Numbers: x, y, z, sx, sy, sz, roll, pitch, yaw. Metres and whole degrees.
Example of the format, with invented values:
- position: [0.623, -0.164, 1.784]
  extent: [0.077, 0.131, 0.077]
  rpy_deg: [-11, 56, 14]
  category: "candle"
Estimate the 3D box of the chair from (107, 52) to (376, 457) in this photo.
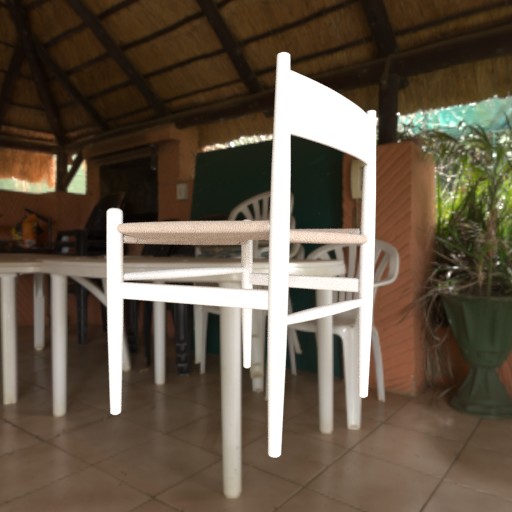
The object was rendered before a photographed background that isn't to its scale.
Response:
- position: [0.000, 0.000, 1.134]
  extent: [0.495, 0.762, 0.556]
  rpy_deg: [1, 1, 36]
  category: "chair"
